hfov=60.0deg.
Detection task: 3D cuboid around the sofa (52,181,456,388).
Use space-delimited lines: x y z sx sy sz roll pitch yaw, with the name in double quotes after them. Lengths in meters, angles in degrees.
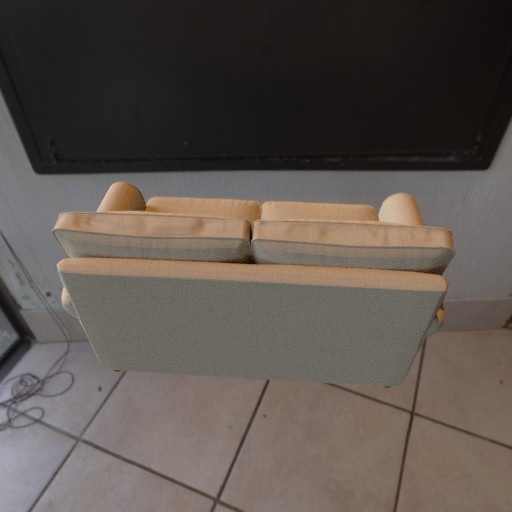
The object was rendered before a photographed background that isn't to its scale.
0.000 0.000 2.212 1.665 0.937 0.964 3 45 3 "sofa"
